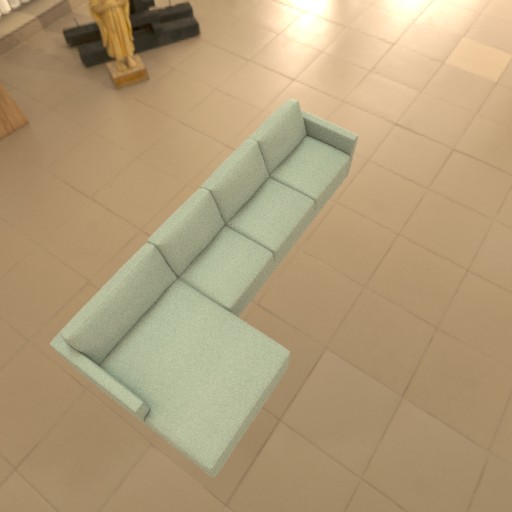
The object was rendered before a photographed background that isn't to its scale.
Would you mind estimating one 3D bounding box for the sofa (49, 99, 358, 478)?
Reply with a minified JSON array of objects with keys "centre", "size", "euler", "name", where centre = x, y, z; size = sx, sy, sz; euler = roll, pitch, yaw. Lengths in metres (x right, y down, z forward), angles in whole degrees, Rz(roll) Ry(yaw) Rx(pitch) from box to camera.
[{"centre":[0.000,0.000,4.199],"size":[1.600,0.953,3.470],"euler":[30,63,18],"name":"sofa"}]
